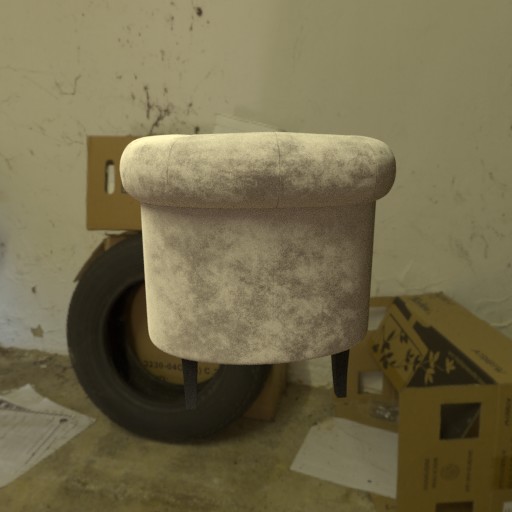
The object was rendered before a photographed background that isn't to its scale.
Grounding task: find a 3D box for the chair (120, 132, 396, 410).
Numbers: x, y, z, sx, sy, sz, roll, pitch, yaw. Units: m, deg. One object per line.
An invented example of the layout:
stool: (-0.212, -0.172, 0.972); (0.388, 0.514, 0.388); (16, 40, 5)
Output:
chair: (0.000, 0.000, 1.576); (0.904, 0.826, 0.851); (-2, 14, -8)
